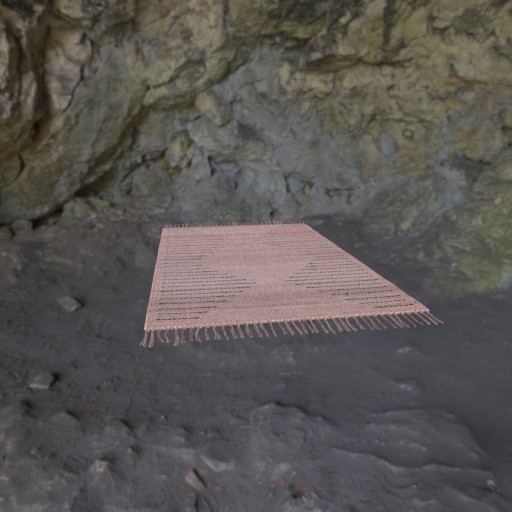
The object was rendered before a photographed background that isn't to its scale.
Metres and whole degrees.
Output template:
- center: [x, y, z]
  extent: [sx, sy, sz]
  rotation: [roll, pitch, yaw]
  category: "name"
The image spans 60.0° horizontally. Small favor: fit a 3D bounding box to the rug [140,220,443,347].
- center: [0.000, 0.000, 2.052]
  extent: [0.905, 0.017, 1.718]
  rotation: [-2, 15, -9]
  category: "rug"
